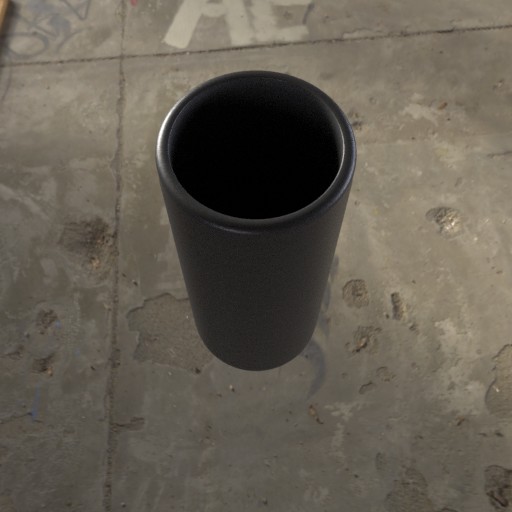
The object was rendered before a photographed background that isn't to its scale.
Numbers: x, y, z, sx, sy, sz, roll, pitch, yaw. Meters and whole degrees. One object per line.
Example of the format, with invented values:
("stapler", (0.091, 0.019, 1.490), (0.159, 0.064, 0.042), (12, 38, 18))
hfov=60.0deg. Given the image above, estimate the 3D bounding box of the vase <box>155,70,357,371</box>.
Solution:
("vase", (0.000, 0.000, 0.362), (0.136, 0.289, 0.136), (13, 67, 6))
